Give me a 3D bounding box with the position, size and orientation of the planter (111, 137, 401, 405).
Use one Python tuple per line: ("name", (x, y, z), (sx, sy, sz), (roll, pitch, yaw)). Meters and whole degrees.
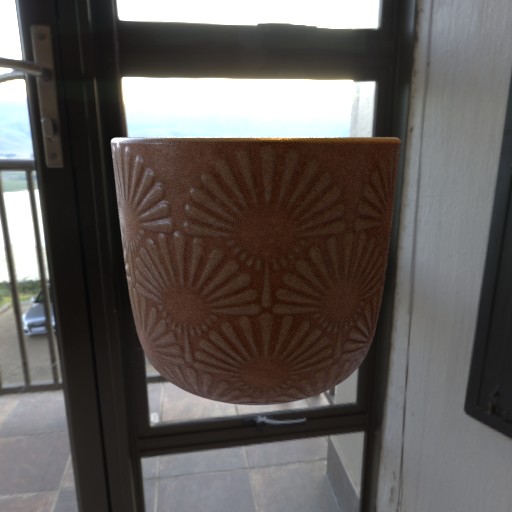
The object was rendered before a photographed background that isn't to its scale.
("planter", (0.000, 0.000, 0.212), (0.124, 0.109, 0.124), (0, 15, 0))
